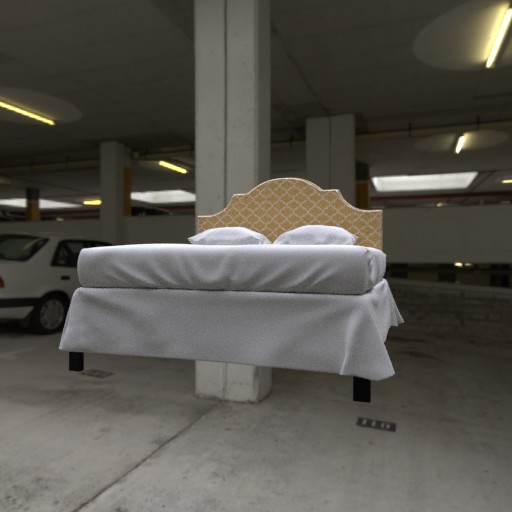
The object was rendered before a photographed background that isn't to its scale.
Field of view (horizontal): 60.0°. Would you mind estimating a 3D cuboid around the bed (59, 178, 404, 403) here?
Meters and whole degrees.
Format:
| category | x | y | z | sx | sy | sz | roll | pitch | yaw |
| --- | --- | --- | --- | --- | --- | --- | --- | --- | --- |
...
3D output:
| category | x | y | z | sx | sy | sz | roll | pitch | yaw |
| --- | --- | --- | --- | --- | --- | --- | --- | --- | --- |
| bed | 0.000 | 0.000 | 3.692 | 2.314 | 1.601 | 2.222 | 0 | 0 | 19 |
